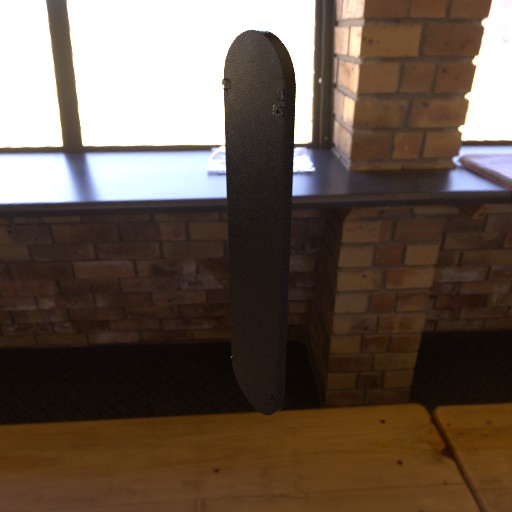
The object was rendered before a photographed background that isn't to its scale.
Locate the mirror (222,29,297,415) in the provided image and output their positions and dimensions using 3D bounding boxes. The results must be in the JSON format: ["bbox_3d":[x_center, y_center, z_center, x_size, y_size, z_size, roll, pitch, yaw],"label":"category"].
[{"bbox_3d":[0.000,0.000,1.089,0.032,0.991,0.222,-18,32,-31],"label":"mirror"}]
